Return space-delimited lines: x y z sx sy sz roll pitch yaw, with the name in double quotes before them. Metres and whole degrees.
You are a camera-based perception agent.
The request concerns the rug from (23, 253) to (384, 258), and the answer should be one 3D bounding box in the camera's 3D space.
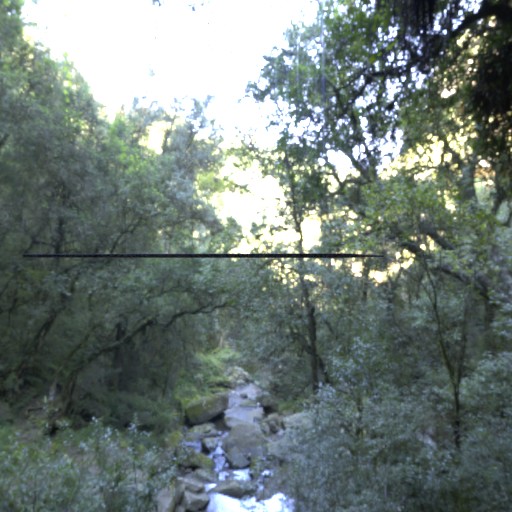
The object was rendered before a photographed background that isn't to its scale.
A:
"rug" 0.000 0.000 2.198 1.158 0.013 1.752 0 0 18
